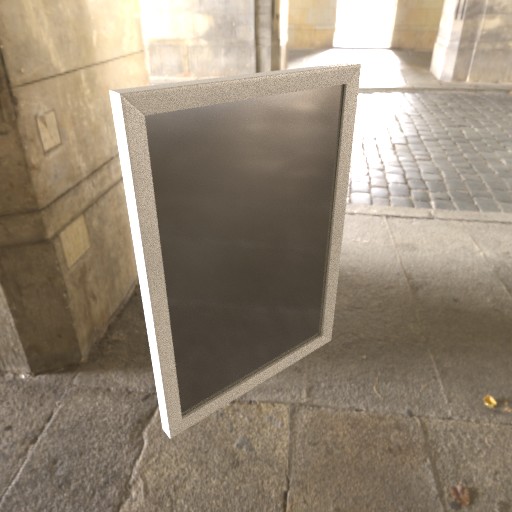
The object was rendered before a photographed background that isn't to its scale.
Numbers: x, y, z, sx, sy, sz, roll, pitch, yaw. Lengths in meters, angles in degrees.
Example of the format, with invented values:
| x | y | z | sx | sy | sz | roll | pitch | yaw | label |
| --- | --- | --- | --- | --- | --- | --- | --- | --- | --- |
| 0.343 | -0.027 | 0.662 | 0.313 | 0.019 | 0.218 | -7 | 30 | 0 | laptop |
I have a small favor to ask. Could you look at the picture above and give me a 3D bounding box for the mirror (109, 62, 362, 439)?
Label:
| x | y | z | sx | sy | sz | roll | pitch | yaw | label |
| --- | --- | --- | --- | --- | --- | --- | --- | --- | --- |
| 0.000 | 0.000 | 0.929 | 0.507 | 0.710 | 0.040 | -22 | 37 | -33 | mirror |
